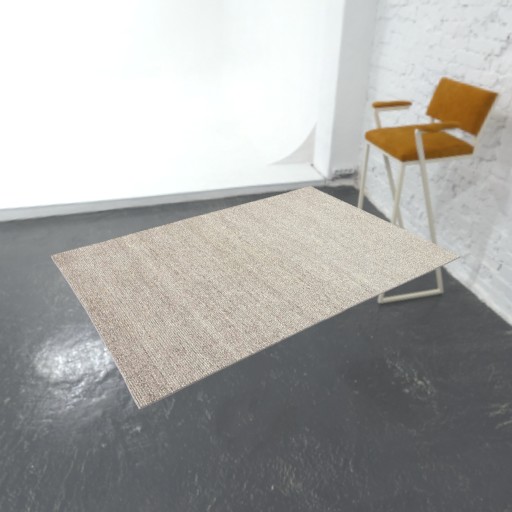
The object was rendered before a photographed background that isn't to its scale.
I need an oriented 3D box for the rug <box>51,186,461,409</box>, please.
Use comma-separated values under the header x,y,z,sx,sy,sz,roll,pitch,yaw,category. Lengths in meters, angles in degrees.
x,y,z,sx,sy,sz,roll,pitch,yaw,category
0.000,0.000,3.057,2.342,0.030,1.609,-19,35,-29,rug
